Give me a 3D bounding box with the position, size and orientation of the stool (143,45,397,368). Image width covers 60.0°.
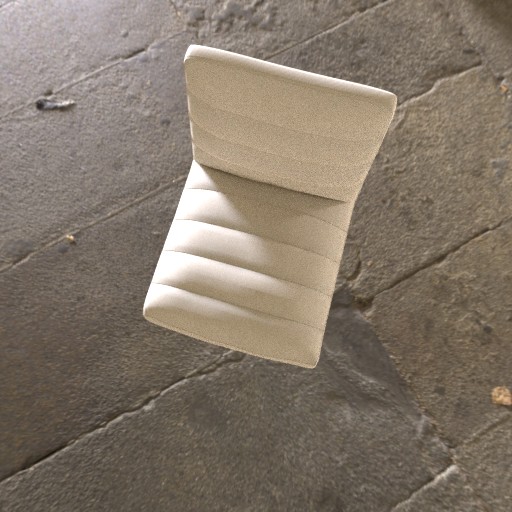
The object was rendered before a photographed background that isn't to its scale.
[{"bbox_3d":[0.000,0.000,1.341,0.464,1.061,0.573,15,77,4],"label":"stool"}]
